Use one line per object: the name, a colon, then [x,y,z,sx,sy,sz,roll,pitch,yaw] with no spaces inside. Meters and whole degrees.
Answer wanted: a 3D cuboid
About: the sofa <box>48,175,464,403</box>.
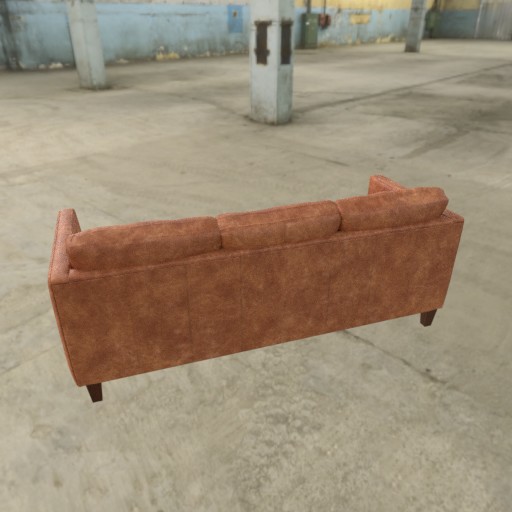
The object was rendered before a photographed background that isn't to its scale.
sofa: [0.000,0.000,3.019,2.464,1.006,1.045,-9,29,-16]
